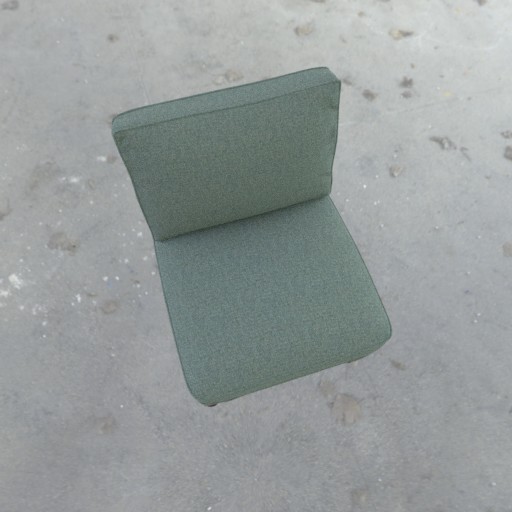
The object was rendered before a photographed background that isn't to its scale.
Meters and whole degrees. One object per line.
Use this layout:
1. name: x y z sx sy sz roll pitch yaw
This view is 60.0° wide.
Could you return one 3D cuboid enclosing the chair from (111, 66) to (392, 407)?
1. chair: 0.000 0.000 1.423 0.624 0.901 0.796 -15 64 -8
